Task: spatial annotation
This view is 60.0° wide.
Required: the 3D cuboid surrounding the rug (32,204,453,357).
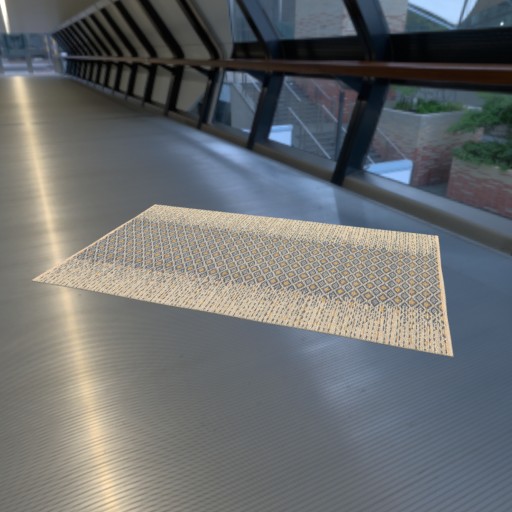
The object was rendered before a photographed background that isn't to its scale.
[{"bbox_3d":[0.000,0.000,3.086,2.448,0.008,1.541,8,26,16],"label":"rug"}]
